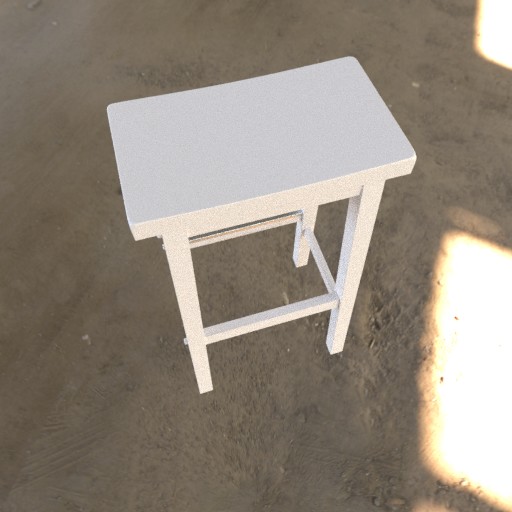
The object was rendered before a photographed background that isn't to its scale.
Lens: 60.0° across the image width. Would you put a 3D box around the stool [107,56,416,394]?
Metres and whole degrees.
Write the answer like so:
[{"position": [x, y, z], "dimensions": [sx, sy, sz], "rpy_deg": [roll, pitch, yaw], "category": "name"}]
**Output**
[{"position": [0.000, 0.000, 0.965], "dimensions": [0.406, 0.742, 0.322], "rpy_deg": [-15, 61, -8], "category": "stool"}]
